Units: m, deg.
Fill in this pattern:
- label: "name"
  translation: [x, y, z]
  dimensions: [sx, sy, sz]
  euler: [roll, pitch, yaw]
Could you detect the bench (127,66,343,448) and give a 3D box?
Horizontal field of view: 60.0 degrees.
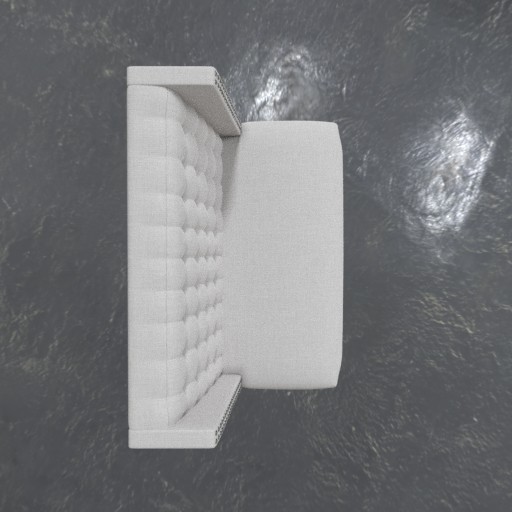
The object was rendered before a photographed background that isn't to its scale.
- label: "bench"
  translation: [0.000, 0.000, 2.002]
  dimensions: [0.847, 1.123, 1.280]
  euler: [0, 91, 0]
